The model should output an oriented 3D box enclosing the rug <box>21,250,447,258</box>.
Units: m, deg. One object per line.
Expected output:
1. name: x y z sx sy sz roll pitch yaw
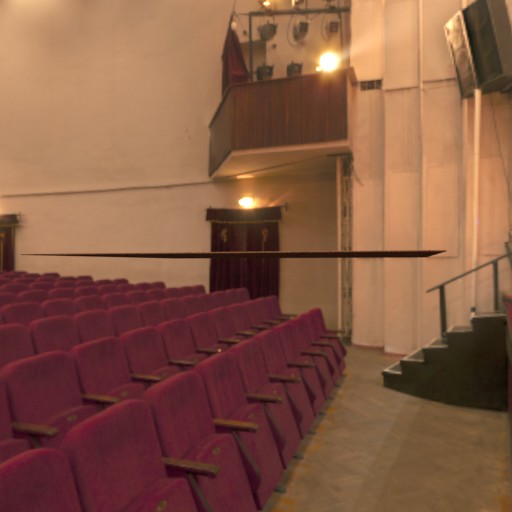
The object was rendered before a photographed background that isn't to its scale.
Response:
1. rug: 0.000 0.000 4.066 3.036 0.008 2.440 0 -1 19
